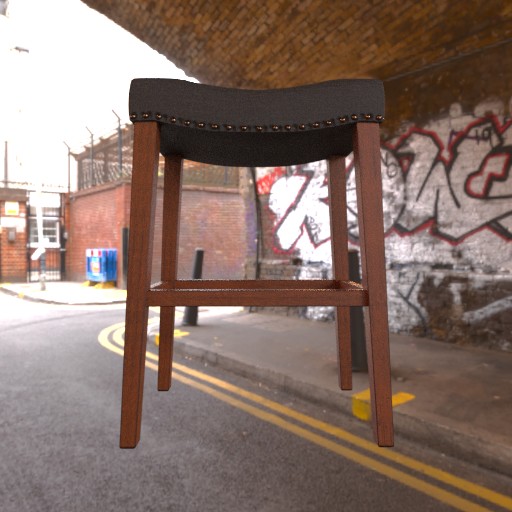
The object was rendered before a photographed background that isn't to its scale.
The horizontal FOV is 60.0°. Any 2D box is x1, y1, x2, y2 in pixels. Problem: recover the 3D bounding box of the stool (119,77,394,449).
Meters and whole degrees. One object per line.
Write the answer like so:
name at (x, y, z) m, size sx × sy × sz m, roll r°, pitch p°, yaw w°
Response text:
stool at (0.000, 0.000, 0.864) m, size 0.439 × 0.612 × 0.320 m, roll 0°, pitch 1°, yaw -1°
